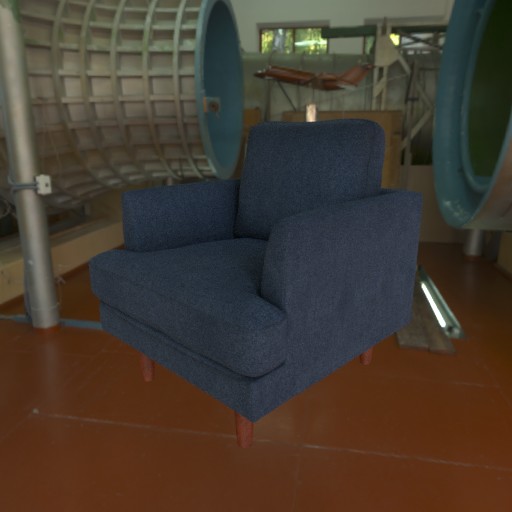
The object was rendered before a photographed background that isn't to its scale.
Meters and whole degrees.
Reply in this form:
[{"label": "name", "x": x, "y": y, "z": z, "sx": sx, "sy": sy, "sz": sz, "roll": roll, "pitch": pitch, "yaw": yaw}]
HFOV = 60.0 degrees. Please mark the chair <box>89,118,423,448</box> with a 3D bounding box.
[{"label": "chair", "x": 0.000, "y": 0.000, "z": 1.606, "sx": 0.858, "sy": 0.957, "sz": 0.899, "roll": 15, "pitch": 21, "yaw": 42}]
